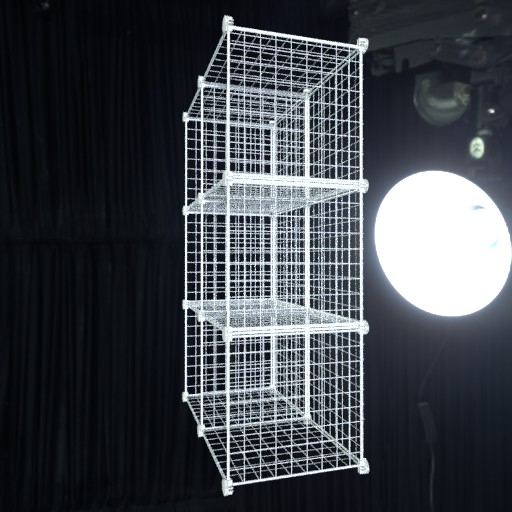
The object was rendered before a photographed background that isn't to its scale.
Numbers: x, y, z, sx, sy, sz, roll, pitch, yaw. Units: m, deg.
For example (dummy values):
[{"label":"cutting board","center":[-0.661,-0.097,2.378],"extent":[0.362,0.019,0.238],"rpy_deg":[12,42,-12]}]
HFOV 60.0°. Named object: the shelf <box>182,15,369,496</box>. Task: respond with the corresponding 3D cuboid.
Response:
[{"label":"shelf","center":[0.000,0.000,1.363],"extent":[0.356,1.067,0.711],"rpy_deg":[0,0,-17]}]
